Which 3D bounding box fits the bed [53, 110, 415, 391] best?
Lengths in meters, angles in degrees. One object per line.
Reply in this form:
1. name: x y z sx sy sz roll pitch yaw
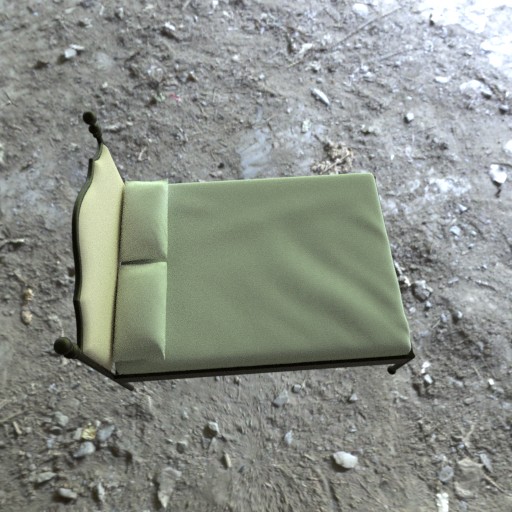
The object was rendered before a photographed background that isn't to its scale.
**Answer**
1. bed: 0.000 0.000 3.307 2.224 1.499 1.642 -4 65 -2
